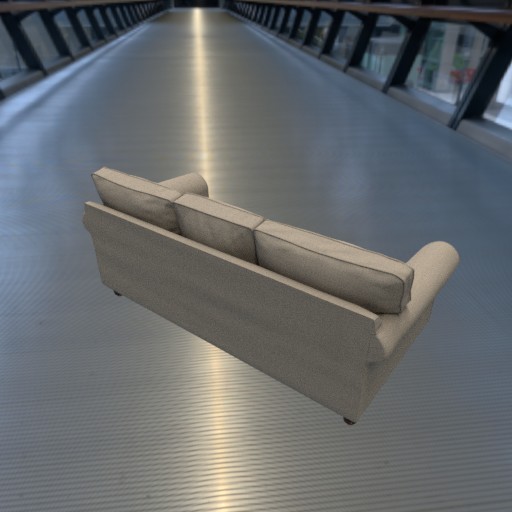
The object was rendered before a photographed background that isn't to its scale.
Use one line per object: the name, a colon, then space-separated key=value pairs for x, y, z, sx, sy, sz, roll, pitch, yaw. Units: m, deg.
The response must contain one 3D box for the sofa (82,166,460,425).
sofa: x=0.000 y=0.000 z=2.717 sx=2.118 sy=0.889 sz=0.998 roll=21 pitch=35 yaw=32
